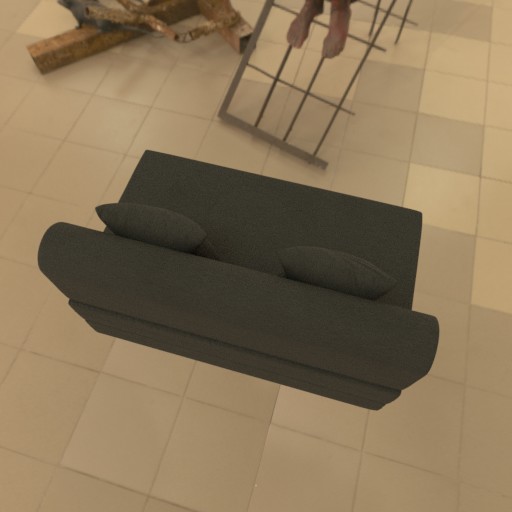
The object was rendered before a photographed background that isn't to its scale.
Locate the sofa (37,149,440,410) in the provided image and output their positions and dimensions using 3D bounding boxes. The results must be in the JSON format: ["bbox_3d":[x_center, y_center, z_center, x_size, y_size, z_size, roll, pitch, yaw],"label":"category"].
[{"bbox_3d":[0.000,0.000,1.718,1.225,0.670,0.762,14,64,7],"label":"sofa"}]
